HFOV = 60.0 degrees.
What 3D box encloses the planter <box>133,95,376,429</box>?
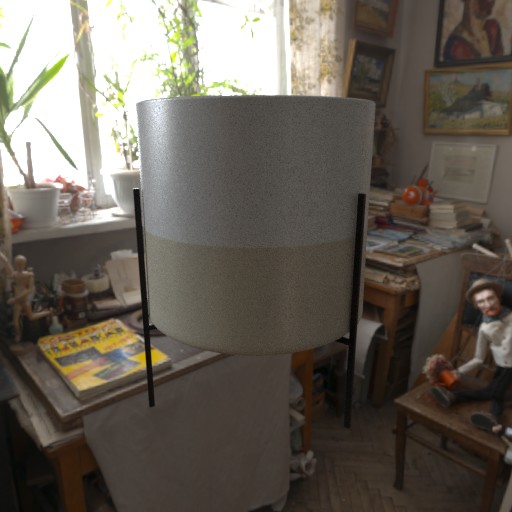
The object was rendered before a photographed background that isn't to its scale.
[{"bbox_3d":[0.000,0.000,0.744,0.359,0.484,0.368,3,16,9],"label":"planter"}]
